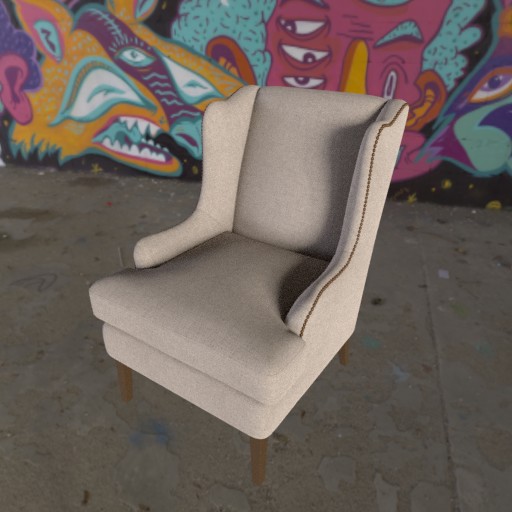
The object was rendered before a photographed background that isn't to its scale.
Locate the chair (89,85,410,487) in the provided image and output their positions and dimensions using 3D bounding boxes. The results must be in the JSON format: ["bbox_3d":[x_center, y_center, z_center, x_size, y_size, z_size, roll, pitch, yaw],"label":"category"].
[{"bbox_3d":[0.000,0.000,1.587,0.737,1.029,0.940,18,34,29],"label":"chair"}]
